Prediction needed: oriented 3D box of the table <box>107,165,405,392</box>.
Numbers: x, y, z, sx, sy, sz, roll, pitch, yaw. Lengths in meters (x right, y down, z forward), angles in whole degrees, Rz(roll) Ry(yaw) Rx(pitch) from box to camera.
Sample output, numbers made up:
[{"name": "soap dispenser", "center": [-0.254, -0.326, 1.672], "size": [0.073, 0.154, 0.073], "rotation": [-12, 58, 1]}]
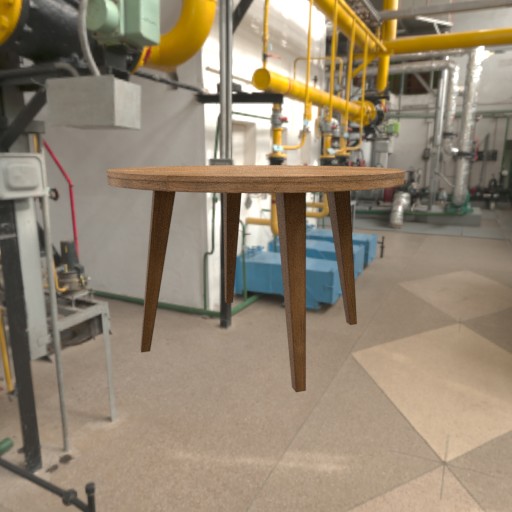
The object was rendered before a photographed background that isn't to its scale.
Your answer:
[{"name": "table", "center": [0.000, 0.000, 1.983], "size": [1.213, 0.764, 1.213], "rotation": [0, 13, 0]}]
